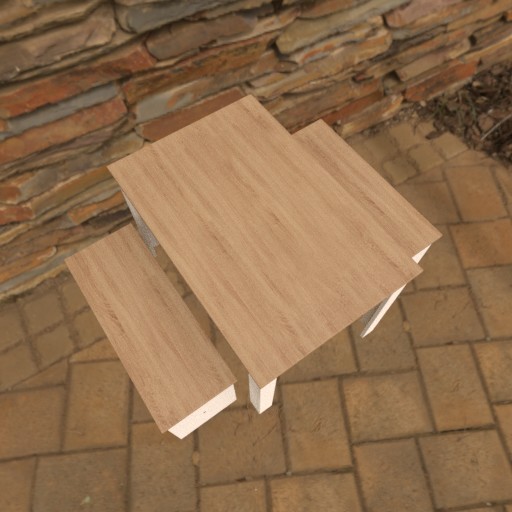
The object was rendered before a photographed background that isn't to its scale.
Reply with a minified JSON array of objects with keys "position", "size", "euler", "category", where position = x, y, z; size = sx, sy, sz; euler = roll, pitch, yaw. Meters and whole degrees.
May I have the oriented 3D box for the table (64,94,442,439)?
[{"position":[0.000,0.000,2.035],"size":[1.443,0.700,1.100],"euler":[-32,67,-16],"category":"table"}]
